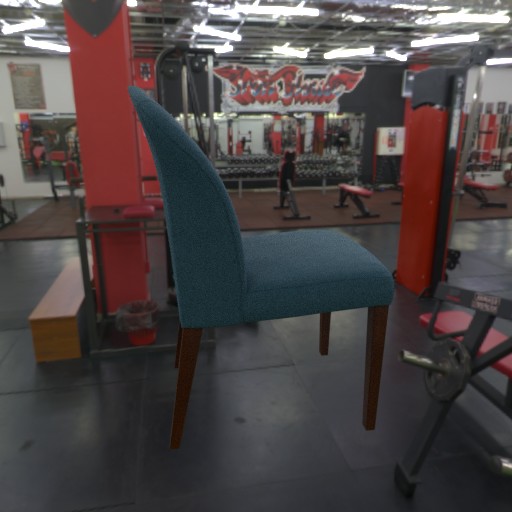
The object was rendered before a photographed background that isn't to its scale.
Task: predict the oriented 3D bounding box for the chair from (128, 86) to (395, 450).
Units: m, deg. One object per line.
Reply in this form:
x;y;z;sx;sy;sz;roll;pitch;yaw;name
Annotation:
0.000;0.000;1.239;0.620;0.879;0.507;-2;16;-8;chair
